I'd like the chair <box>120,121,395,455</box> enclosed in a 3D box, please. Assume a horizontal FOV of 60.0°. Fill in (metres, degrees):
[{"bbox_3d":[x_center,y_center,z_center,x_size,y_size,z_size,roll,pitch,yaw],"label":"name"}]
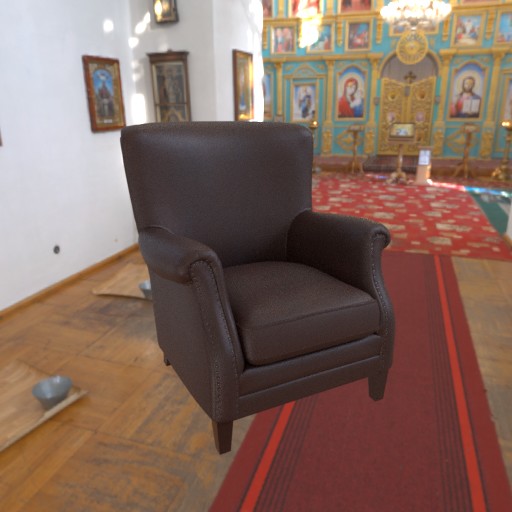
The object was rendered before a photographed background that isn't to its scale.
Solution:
[{"bbox_3d":[0.000,0.000,1.385,0.700,0.800,0.746,-9,19,-26],"label":"chair"}]
